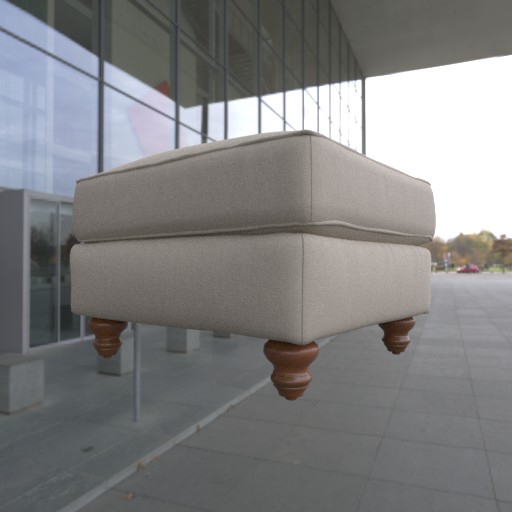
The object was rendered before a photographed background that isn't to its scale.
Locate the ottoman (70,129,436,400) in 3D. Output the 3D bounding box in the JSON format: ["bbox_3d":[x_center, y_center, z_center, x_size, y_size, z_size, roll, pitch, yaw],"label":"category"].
[{"bbox_3d":[0.000,0.000,1.122,0.716,0.505,0.662,-1,-1,38],"label":"ottoman"}]
